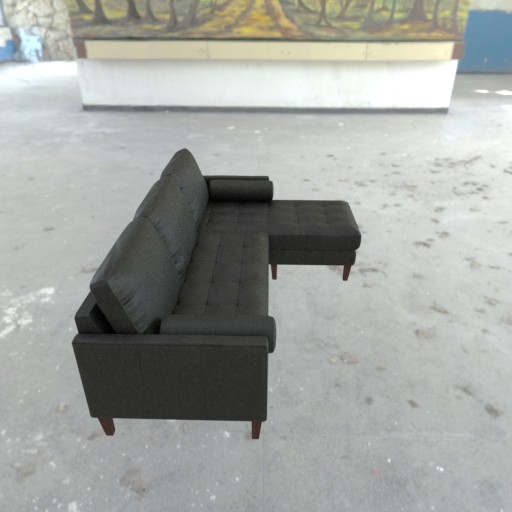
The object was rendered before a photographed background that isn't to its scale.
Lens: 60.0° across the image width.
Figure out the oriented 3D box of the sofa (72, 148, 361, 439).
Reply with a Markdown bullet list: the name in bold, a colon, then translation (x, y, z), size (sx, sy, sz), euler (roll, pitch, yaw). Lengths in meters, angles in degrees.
- **sofa**: translation (0.000, 0.000, 2.857), size (1.497, 0.876, 2.178), euler (1, 29, 1)
